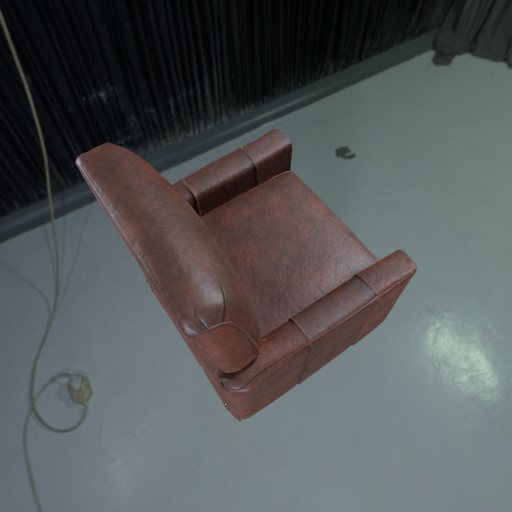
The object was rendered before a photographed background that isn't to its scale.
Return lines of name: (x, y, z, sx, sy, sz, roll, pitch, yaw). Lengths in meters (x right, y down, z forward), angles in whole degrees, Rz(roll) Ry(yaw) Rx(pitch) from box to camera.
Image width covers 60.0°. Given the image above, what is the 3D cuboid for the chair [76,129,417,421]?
chair: (0.000, 0.000, 1.668, 0.836, 1.043, 0.843, -30, 63, -17)
